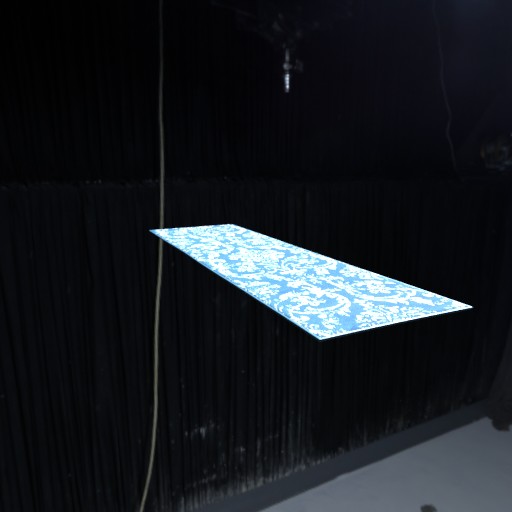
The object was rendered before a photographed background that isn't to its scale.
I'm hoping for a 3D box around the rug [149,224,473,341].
[{"bbox_3d":[0.000,0.000,2.410,0.662,0.011,2.196,-6,14,-25],"label":"rug"}]
